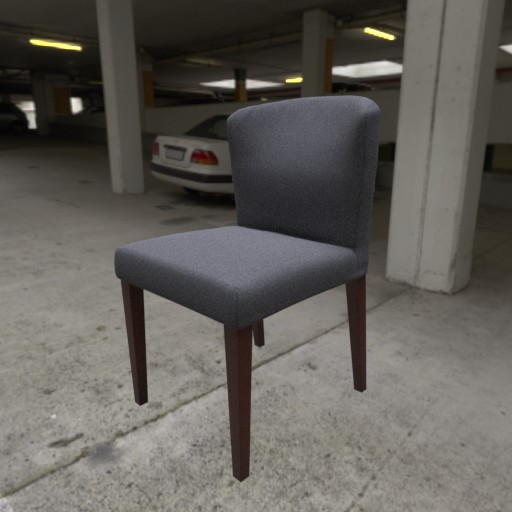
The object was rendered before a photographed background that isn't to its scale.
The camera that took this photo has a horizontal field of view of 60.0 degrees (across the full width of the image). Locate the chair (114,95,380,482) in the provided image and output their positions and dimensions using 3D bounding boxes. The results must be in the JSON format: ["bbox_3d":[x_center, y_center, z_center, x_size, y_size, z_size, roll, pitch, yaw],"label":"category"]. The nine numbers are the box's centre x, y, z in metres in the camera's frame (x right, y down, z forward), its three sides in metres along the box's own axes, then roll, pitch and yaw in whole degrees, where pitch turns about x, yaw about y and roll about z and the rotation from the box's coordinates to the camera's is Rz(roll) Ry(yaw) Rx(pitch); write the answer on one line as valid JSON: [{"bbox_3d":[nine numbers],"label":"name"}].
[{"bbox_3d":[0.000,0.000,1.190,0.491,0.839,0.592,14,21,42],"label":"chair"}]
